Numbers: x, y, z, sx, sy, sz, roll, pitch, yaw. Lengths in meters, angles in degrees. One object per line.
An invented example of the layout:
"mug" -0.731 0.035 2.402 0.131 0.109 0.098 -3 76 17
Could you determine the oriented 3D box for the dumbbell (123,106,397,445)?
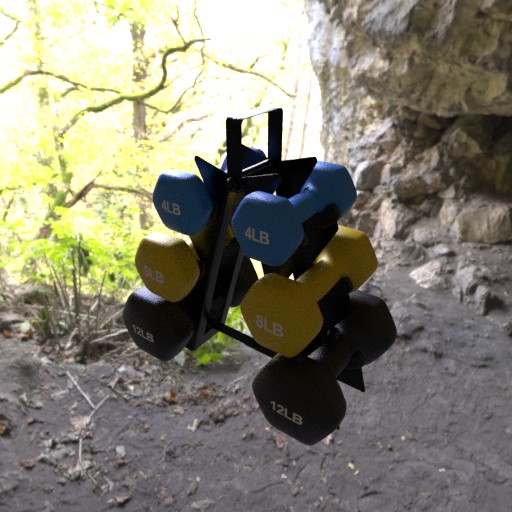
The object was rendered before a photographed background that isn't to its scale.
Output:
"dumbbell" 0.000 0.000 0.675 0.409 0.426 0.255 19 35 31
